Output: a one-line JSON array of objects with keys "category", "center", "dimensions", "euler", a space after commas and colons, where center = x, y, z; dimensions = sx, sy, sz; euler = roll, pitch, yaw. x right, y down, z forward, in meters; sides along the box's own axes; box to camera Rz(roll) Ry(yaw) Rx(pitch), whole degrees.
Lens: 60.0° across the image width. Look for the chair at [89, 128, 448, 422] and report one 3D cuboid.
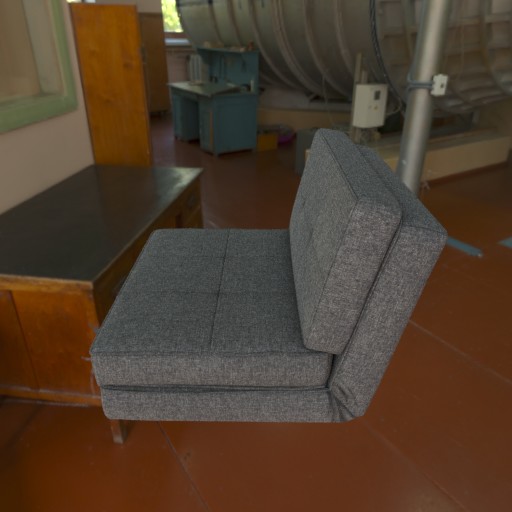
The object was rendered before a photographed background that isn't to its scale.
[{"category": "chair", "center": [0.000, 0.000, 1.320], "dimensions": [0.800, 0.615, 0.740], "euler": [0, 27, 1]}]
